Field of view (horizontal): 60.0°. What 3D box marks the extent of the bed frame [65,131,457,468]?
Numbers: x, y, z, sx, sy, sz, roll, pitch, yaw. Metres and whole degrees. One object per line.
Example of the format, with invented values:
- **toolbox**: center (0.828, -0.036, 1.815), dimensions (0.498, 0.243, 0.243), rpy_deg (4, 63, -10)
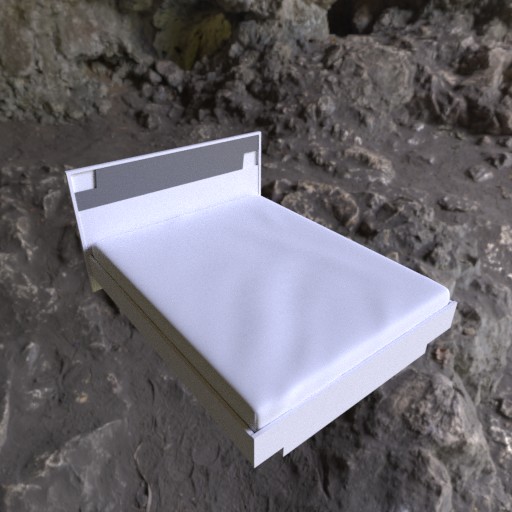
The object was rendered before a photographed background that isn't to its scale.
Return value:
- **bed frame**: center (0.000, 0.000, 3.053), dimensions (1.711, 1.001, 2.100), rpy_deg (-22, 37, -32)
